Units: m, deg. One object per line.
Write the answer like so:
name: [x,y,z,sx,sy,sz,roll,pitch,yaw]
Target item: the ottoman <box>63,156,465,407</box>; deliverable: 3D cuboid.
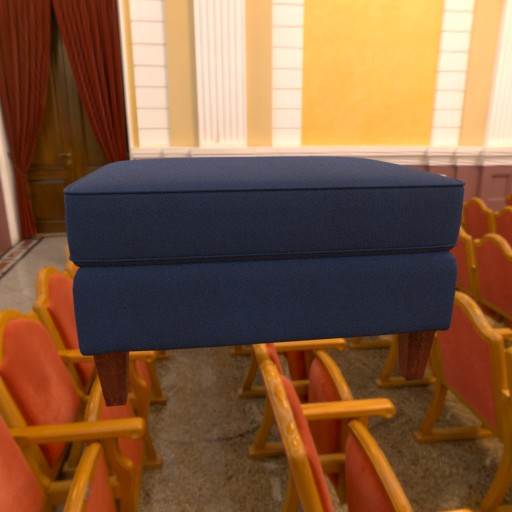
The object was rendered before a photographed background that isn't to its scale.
ottoman: [0.000,0.000,1.382,0.965,0.584,0.686,-2,17,-8]
